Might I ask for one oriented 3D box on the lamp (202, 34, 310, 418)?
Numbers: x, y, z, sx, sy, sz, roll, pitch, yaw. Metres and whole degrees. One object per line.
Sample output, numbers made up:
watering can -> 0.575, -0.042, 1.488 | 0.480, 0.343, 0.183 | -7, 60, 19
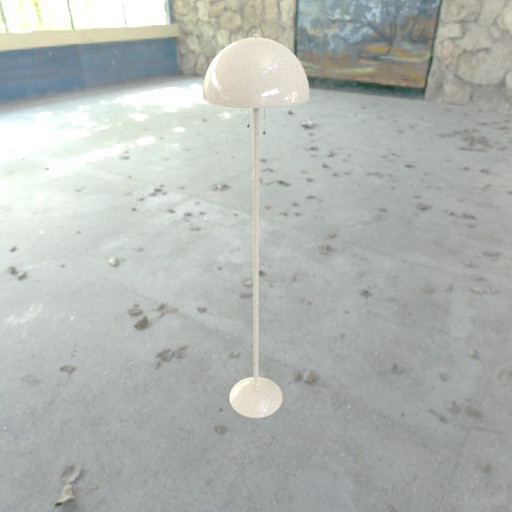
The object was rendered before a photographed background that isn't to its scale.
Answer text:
lamp -> 0.000, 0.000, 1.650 | 0.328, 1.480, 0.328 | 21, 36, 32
